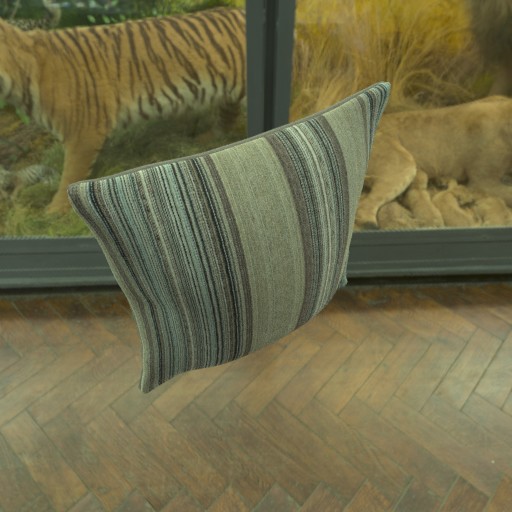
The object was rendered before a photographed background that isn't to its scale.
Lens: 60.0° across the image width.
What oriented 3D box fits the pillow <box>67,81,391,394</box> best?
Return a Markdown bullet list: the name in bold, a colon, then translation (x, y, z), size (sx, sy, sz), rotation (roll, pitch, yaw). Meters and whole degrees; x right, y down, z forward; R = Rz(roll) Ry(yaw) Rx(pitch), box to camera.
- **pillow**: translation (0.000, 0.000, 0.651), size (0.435, 0.416, 0.189), rotation (-25, 51, -22)
